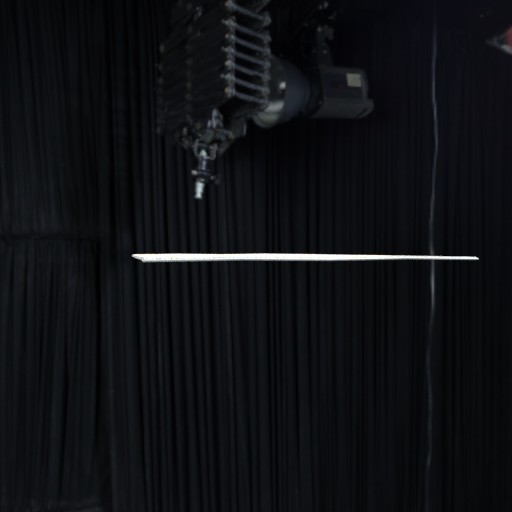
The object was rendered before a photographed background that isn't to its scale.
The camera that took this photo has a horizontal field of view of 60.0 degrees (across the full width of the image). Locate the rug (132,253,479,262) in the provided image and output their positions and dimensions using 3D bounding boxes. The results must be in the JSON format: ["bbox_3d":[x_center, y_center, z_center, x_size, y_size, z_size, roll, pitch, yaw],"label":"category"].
[{"bbox_3d":[0.000,0.000,3.865,2.043,0.026,2.901,0,1,-17],"label":"rug"}]
